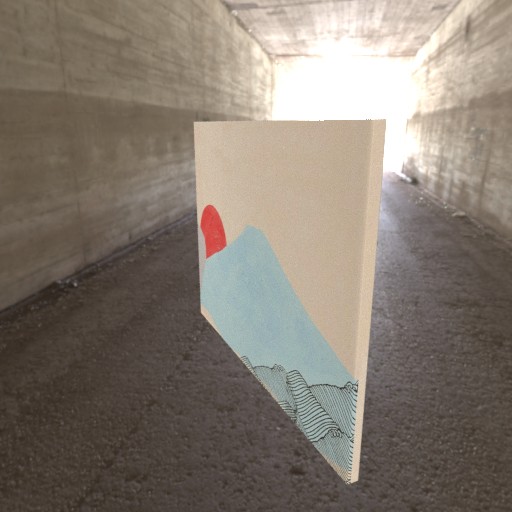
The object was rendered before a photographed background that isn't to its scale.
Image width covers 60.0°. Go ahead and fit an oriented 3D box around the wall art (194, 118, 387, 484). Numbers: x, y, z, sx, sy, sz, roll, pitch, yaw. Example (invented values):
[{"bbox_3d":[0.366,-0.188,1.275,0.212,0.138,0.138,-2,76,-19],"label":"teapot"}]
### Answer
[{"bbox_3d":[0.000,0.000,1.564,0.042,0.912,1.219,-8,18,-24],"label":"wall art"}]
